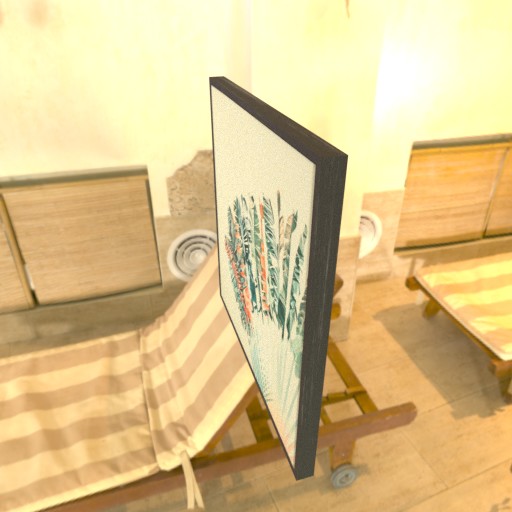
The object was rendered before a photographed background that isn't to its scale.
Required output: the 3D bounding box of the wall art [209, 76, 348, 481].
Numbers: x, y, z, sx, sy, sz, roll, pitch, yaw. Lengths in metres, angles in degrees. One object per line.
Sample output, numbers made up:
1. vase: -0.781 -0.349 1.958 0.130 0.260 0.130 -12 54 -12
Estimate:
1. wall art: 0.000 0.000 1.141 0.043 0.758 0.762 -9 32 -15
